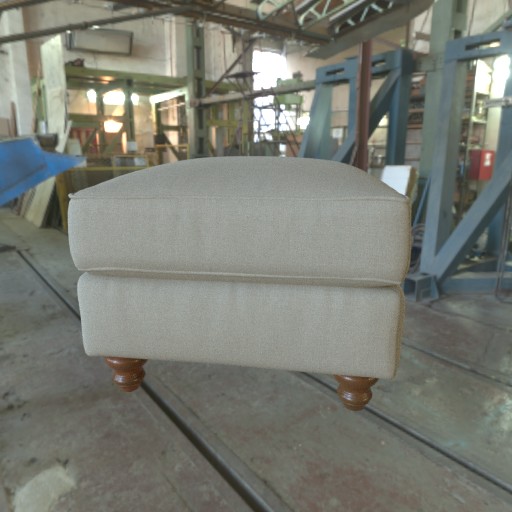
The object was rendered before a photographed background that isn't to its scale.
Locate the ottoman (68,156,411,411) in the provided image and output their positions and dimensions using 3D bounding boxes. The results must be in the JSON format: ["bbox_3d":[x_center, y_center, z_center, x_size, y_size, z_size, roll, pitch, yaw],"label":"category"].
[{"bbox_3d":[0.000,0.000,1.150,0.662,0.505,0.716,2,13,8],"label":"ottoman"}]
